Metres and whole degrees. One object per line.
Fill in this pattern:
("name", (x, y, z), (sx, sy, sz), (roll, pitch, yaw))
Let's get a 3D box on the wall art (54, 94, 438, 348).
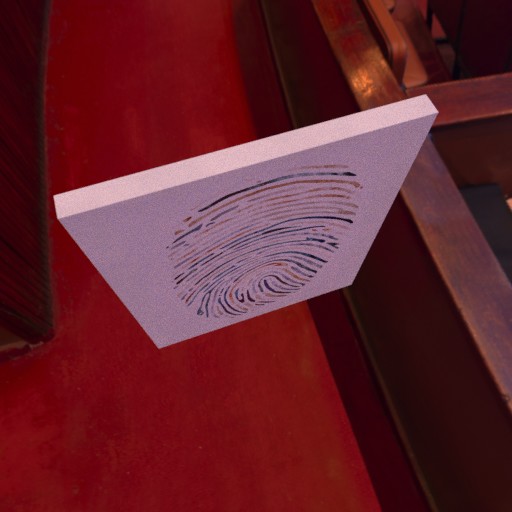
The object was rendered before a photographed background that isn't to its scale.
("wall art", (0.000, 0.000, 0.838), (0.508, 0.606, 0.037), (-17, 65, -8))
